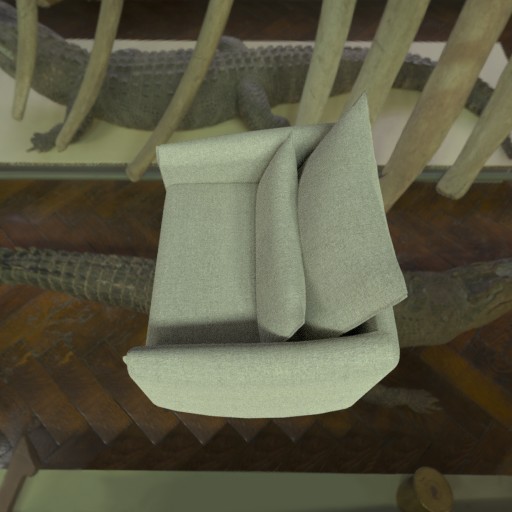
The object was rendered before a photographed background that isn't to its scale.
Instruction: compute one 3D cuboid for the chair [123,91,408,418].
[{"bbox_3d":[0.000,0.000,1.625,0.801,0.856,1.029,0,58,0],"label":"chair"}]
